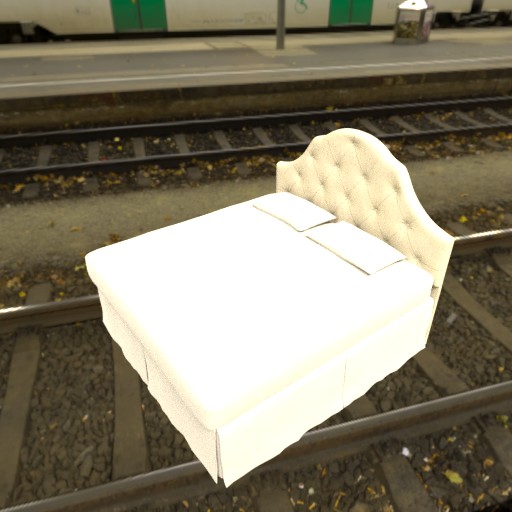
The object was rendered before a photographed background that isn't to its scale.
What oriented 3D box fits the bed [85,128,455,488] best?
[{"bbox_3d":[0.000,0.000,3.389,2.086,1.555,2.012,-22,38,-31],"label":"bed"}]
